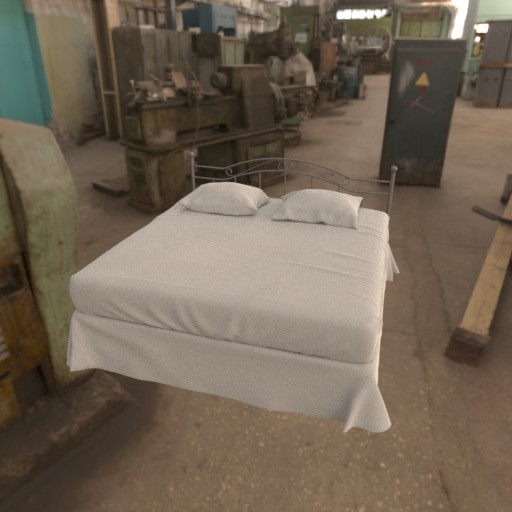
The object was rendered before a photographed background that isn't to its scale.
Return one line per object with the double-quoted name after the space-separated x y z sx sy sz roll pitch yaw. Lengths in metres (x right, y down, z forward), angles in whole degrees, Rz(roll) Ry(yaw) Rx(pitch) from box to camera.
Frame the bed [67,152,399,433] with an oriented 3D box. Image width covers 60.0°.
0.000 0.000 3.527 2.309 1.080 2.220 7 27 15 "bed"
